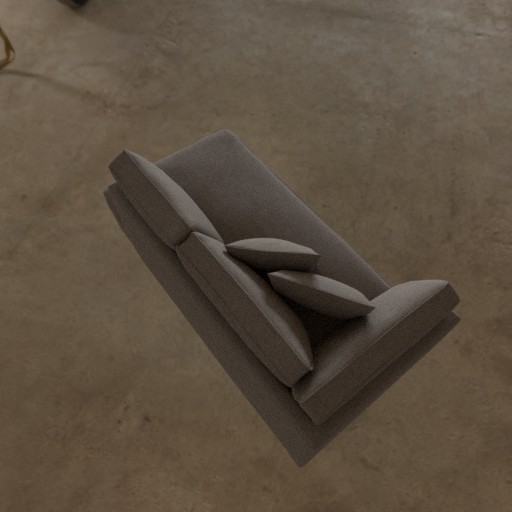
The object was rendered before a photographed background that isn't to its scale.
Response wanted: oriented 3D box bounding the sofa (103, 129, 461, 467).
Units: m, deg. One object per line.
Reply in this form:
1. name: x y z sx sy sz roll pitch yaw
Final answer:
1. sofa: 0.000 0.000 2.880 1.110 1.033 2.237 -34 65 -18
